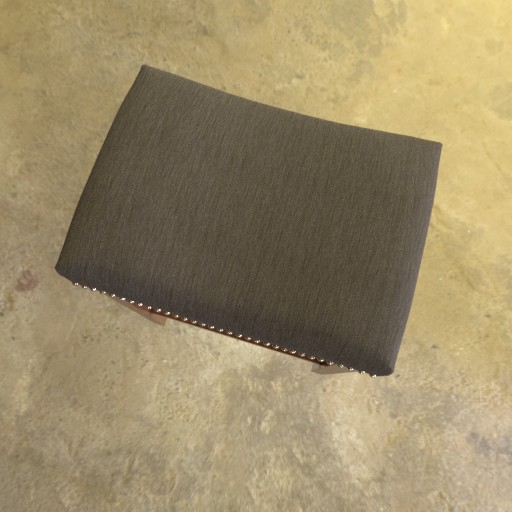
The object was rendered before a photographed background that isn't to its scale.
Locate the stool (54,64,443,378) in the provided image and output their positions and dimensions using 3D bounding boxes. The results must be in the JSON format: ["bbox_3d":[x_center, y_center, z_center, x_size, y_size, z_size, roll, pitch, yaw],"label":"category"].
[{"bbox_3d":[0.000,0.000,0.938,0.504,0.654,0.372,16,76,4],"label":"stool"}]
